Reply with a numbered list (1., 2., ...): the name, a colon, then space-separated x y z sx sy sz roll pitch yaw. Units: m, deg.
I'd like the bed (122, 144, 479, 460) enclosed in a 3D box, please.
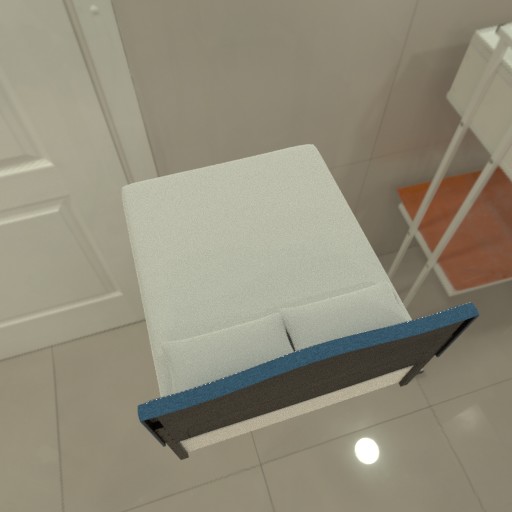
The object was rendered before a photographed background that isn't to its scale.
1. bed: 0.000 0.000 2.820 1.610 1.169 1.872 -15 58 -9
